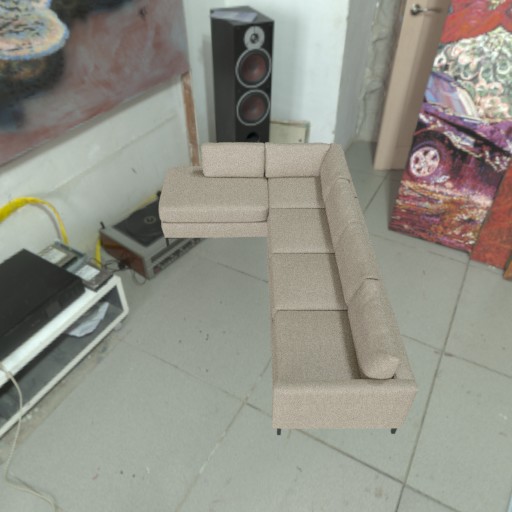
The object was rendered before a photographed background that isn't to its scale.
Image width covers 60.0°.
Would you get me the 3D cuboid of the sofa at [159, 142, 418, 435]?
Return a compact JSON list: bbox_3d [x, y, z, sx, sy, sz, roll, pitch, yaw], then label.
[{"bbox_3d":[0.000,0.000,3.221,1.617,0.703,2.423,0,42,0],"label":"sofa"}]
